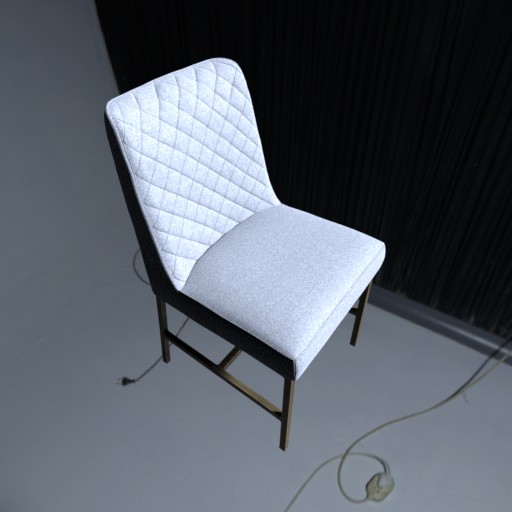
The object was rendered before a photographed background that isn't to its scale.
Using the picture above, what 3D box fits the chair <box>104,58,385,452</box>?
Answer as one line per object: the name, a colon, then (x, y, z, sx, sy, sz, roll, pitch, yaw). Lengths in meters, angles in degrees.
chair: (0.000, 0.000, 1.254, 0.587, 0.889, 0.508, 25, 47, 26)
